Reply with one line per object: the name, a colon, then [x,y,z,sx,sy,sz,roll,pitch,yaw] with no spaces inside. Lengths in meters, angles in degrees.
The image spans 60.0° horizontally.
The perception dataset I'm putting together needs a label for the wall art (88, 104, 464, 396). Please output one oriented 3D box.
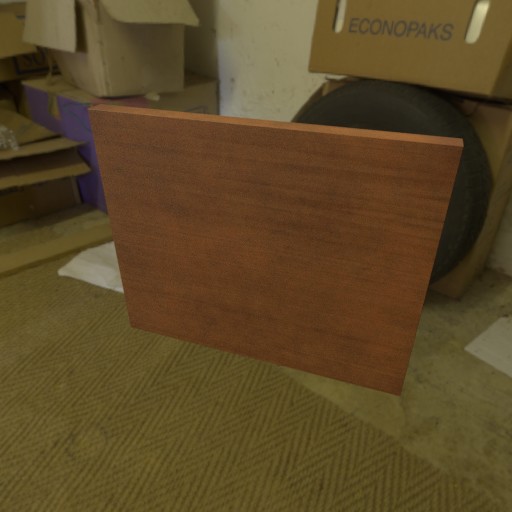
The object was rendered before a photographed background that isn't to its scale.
wall art: [0.000,0.000,0.763,0.558,0.457,0.033,11,34,16]
